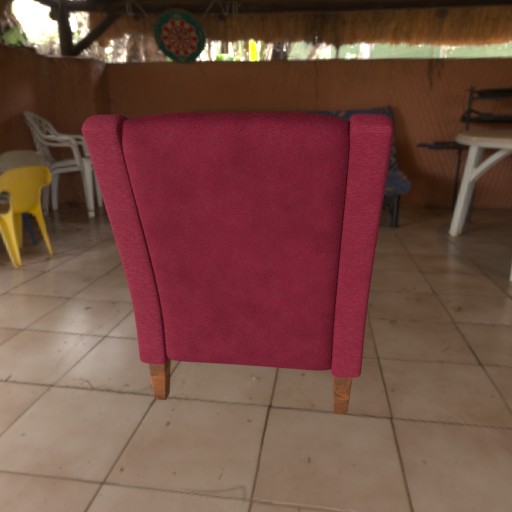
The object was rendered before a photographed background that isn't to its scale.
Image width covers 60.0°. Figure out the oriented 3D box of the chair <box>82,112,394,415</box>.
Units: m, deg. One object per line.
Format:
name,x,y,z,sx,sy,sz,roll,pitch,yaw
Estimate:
chair,0.000,0.000,1.682,0.793,1.017,0.985,2,17,7
